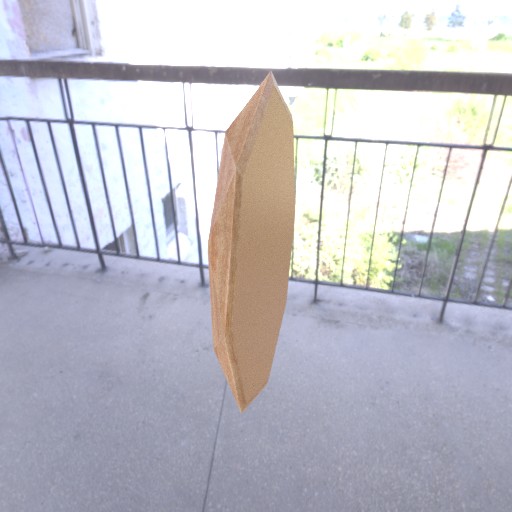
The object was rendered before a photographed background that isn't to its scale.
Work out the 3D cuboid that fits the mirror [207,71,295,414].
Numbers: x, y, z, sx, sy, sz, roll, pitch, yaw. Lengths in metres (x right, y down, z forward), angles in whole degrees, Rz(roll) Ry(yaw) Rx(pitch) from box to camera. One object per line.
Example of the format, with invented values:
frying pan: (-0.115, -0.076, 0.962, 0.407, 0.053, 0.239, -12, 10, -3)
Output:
mirror: (0.000, 0.000, 0.996, 0.070, 0.774, 0.577, 8, 30, 14)
